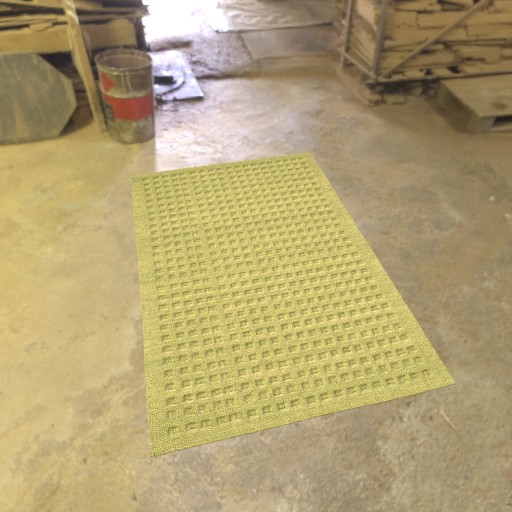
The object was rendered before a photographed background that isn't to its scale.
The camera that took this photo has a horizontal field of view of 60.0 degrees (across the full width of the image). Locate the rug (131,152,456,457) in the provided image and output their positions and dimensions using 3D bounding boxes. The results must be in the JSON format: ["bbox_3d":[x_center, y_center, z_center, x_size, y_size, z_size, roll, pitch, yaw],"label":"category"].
[{"bbox_3d":[0.000,0.000,2.914,1.529,0.007,2.297,-10,45,-10],"label":"rug"}]
